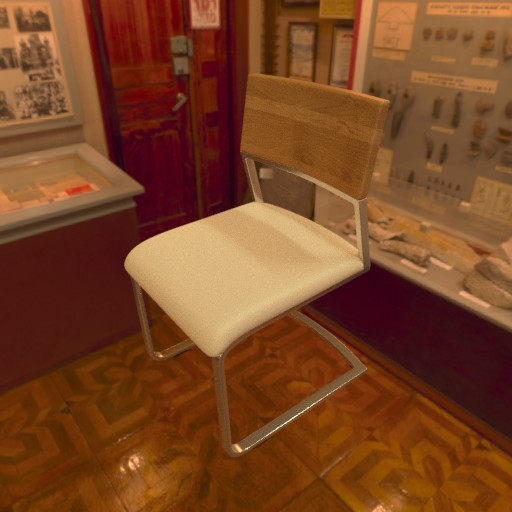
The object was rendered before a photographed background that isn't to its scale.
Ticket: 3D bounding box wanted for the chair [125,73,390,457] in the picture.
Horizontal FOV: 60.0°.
[{"bbox_3d":[0.000,0.000,1.204,0.585,0.844,0.467,-21,37,-31],"label":"chair"}]
